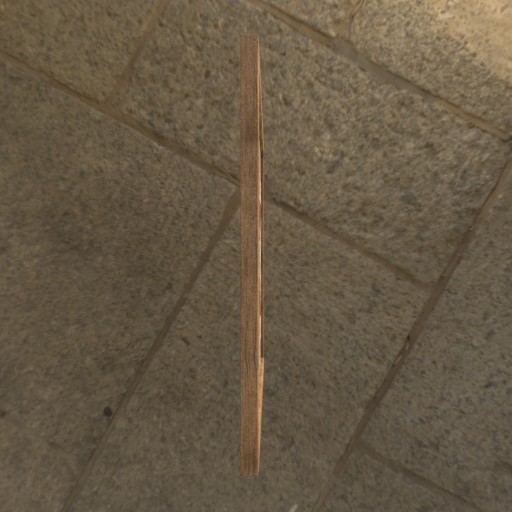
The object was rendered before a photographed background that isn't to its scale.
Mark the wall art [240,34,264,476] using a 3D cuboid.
[{"bbox_3d":[0.000,0.000,1.042,0.029,0.691,0.695,0,89,2],"label":"wall art"}]
